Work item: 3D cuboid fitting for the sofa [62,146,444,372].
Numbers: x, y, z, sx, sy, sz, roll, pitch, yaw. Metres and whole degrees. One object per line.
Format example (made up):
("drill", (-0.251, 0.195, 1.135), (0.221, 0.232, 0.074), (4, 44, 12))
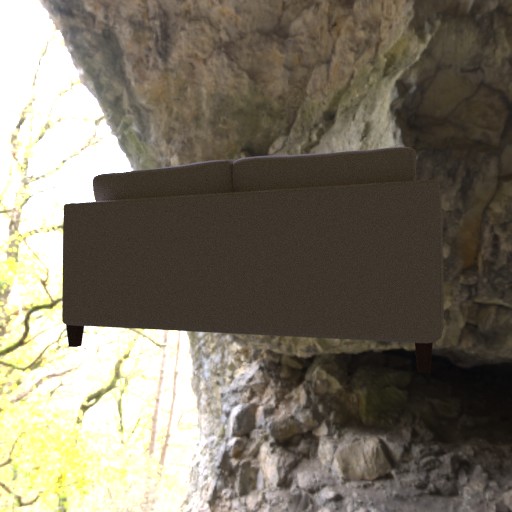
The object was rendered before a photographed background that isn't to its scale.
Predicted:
("sofa", (0.000, 0.000, 2.261), (1.722, 0.888, 0.873), (-1, -2, 20))
